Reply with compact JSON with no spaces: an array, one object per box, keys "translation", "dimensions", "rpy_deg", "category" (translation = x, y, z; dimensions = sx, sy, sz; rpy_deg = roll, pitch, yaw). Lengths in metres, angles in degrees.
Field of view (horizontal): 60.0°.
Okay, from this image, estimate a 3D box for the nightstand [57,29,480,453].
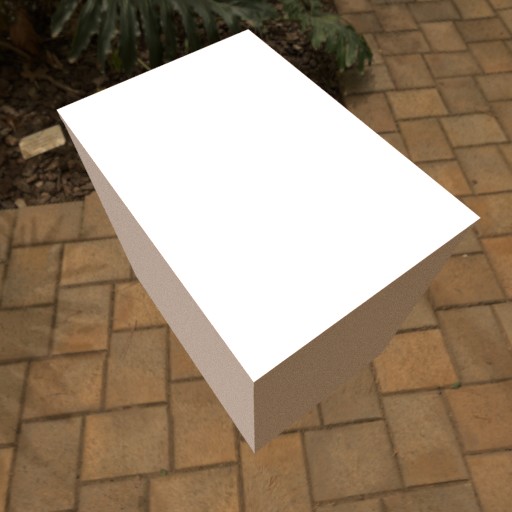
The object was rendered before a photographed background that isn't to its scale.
[{"translation":[0.000,0.000,0.733],"dimensions":[0.325,0.460,0.441],"rpy_deg":[-32,63,-18],"category":"nightstand"}]
